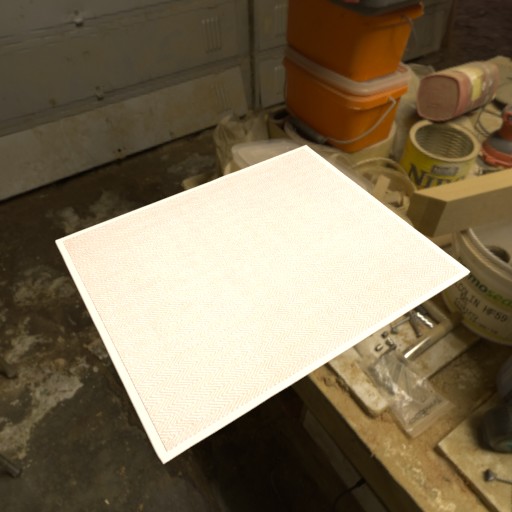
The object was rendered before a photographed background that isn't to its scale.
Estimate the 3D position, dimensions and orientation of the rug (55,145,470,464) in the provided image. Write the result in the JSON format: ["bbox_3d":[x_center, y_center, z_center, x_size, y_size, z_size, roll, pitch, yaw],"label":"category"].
[{"bbox_3d":[0.000,0.000,4.086,3.009,0.019,2.423,-25,52,-22],"label":"rug"}]
